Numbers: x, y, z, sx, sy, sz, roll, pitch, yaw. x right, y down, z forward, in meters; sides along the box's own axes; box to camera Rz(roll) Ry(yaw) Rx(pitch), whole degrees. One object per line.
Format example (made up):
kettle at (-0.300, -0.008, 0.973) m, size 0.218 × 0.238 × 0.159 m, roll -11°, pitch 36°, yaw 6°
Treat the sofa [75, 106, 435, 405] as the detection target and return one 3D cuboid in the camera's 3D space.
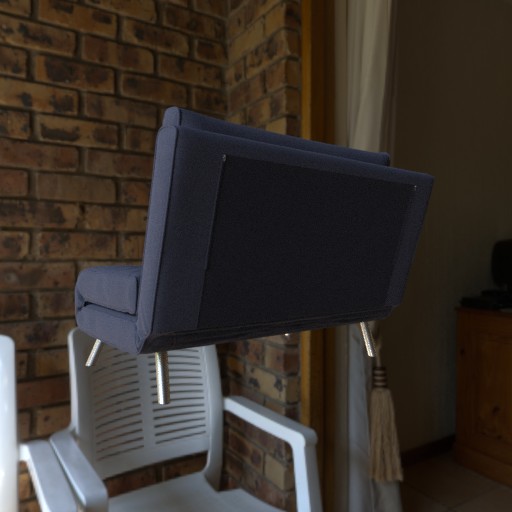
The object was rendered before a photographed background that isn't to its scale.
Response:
sofa at (0.000, 0.000, 1.844) m, size 1.220 × 0.910 × 0.910 m, roll 0°, pitch 0°, yaw -38°
